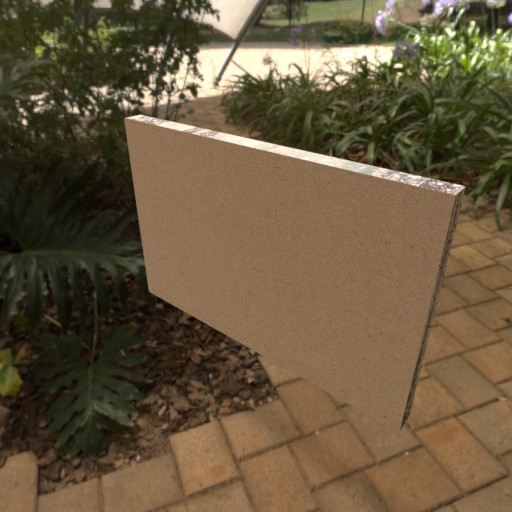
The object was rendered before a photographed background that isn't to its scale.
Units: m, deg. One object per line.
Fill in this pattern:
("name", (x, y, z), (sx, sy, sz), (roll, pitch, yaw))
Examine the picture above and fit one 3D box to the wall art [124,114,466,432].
("wall art", (0.000, 0.000, 0.783), (0.618, 0.398, 0.042), (22, 37, 34))
